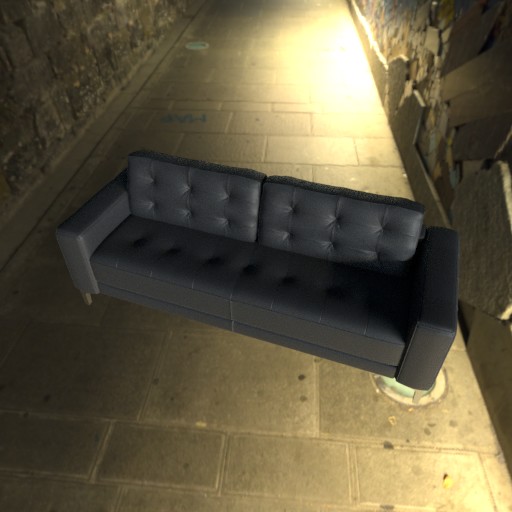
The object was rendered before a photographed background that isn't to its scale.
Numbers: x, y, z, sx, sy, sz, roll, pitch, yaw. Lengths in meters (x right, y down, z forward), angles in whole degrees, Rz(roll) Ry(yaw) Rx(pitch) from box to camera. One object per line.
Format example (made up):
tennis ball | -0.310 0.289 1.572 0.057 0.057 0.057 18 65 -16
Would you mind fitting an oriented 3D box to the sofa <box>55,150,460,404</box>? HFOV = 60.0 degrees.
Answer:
sofa | 0.000 0.000 2.718 2.275 0.893 0.833 14 43 15
